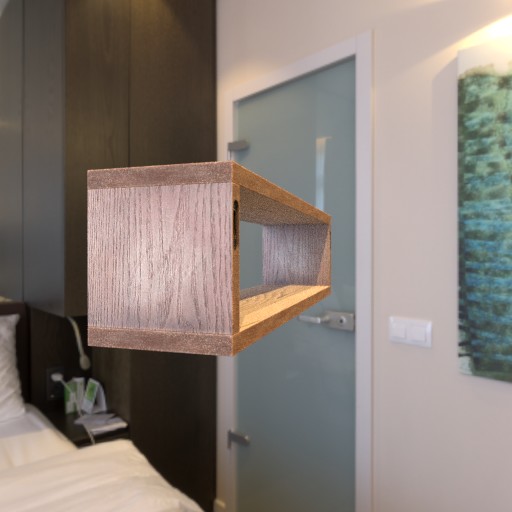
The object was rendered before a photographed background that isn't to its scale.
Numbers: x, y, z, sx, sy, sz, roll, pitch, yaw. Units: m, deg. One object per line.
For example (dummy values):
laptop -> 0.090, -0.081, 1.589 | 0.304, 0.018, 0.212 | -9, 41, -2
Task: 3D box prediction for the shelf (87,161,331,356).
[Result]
shelf -> 0.000, 0.000, 0.698 | 0.150, 0.170, 0.610 | 0, 0, 18
